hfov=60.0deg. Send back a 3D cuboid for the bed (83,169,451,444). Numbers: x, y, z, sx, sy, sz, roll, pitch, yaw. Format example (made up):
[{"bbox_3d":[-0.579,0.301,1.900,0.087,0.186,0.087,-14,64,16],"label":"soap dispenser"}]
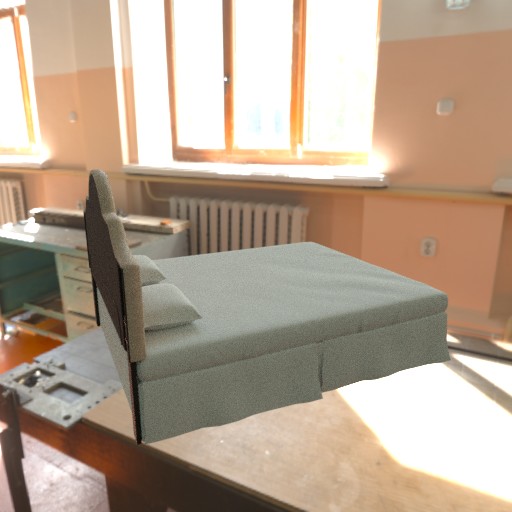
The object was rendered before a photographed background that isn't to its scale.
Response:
[{"bbox_3d":[0.000,0.000,2.940,1.970,1.194,1.667,-7,17,-25],"label":"bed"}]
